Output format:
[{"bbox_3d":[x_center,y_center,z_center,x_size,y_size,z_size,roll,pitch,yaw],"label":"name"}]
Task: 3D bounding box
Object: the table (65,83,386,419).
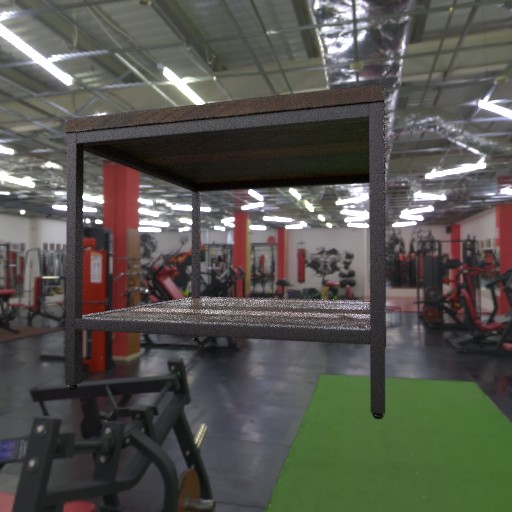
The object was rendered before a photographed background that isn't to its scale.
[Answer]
[{"bbox_3d":[0.000,0.000,0.973,0.548,0.482,0.553,0,-1,17],"label":"table"}]
